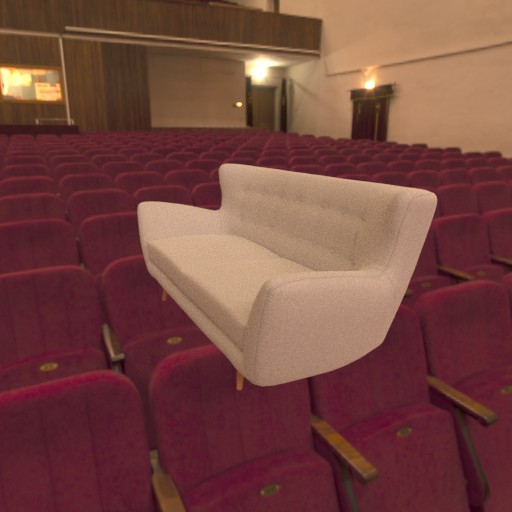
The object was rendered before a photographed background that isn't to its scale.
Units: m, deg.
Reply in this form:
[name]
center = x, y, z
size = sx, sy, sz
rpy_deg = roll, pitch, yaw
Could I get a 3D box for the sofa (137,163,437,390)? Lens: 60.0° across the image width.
[sofa]
center = 0.000, 0.000, 2.441
size = 0.899, 0.890, 1.930
rpy_deg = -8, 17, -26
